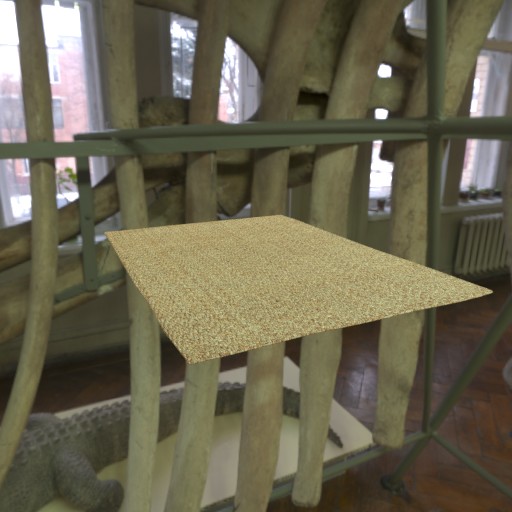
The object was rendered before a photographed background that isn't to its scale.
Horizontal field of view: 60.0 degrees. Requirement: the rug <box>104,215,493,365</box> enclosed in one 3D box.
[{"bbox_3d":[0.000,0.000,2.727,1.566,0.013,2.141,-8,18,-25],"label":"rug"}]
